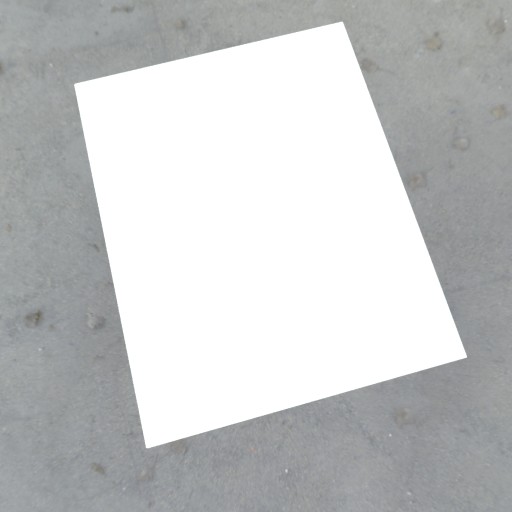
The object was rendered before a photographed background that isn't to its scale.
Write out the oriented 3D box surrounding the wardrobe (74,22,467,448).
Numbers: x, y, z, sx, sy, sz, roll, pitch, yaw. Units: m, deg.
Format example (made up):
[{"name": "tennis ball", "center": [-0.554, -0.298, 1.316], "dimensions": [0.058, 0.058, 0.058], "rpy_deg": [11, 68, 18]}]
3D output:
[{"name": "wardrobe", "center": [0.000, 0.000, 0.838], "dimensions": [0.400, 0.520, 0.500], "rpy_deg": [-15, 77, -3]}]
